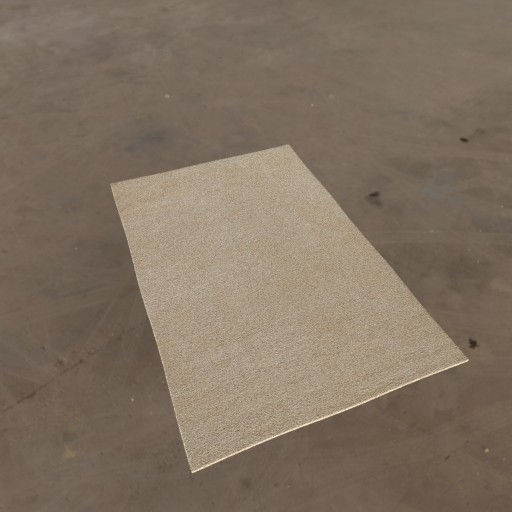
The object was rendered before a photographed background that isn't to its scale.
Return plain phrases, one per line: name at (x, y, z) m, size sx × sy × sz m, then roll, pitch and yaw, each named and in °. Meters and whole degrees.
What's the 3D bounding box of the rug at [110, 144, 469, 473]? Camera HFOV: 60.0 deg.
rug at (0.000, 0.000, 3.428) m, size 1.800 × 0.025 × 2.699 m, roll -16°, pitch 48°, yaw -15°
